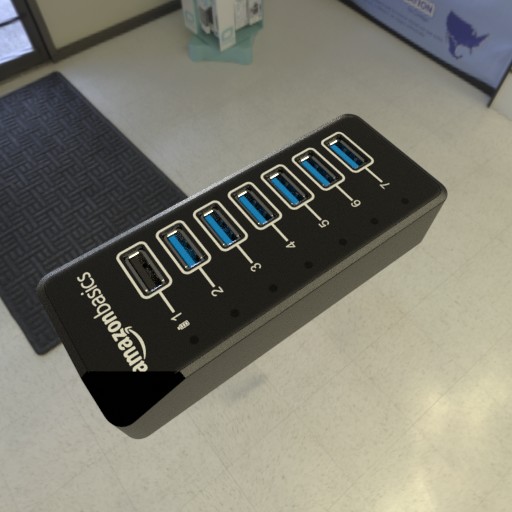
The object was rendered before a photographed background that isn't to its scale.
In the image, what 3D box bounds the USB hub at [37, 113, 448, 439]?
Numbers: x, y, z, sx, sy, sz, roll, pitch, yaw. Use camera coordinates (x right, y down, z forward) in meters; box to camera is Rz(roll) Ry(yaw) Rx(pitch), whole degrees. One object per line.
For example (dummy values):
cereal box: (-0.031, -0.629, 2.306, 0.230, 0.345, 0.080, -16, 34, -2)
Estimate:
USB hub: (0.000, 0.000, 0.129, 0.110, 0.023, 0.044, -32, 64, -18)
